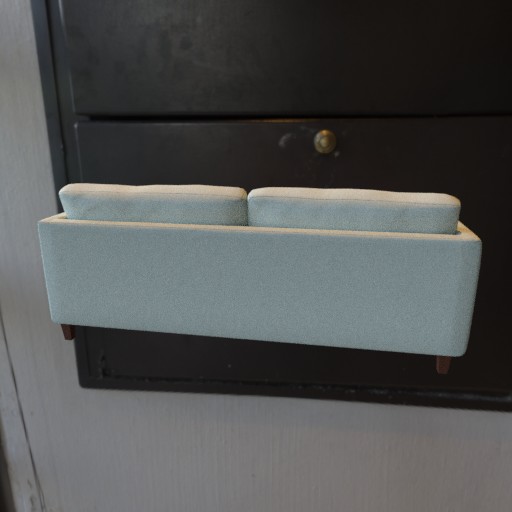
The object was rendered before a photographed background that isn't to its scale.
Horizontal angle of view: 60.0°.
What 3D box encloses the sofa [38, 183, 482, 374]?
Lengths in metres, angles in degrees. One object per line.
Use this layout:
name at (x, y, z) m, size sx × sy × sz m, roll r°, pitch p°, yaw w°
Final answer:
sofa at (0.000, 0.000, 2.860) m, size 2.434 × 0.965 × 0.948 m, roll 3°, pitch 17°, yaw 10°
